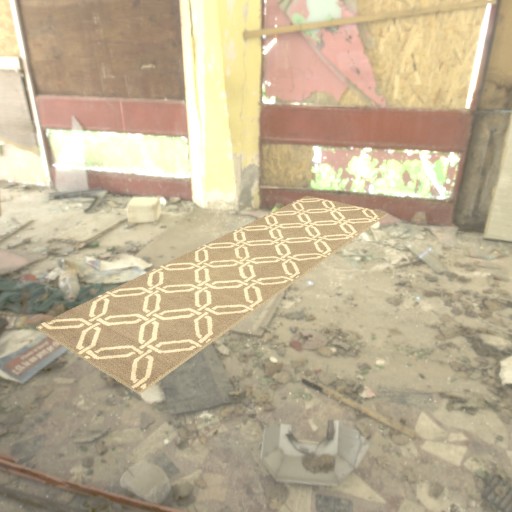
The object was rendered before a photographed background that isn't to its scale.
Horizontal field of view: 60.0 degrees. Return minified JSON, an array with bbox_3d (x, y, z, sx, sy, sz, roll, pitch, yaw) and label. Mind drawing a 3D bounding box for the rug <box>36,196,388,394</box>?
[{"bbox_3d":[0.000,0.000,2.550,0.678,0.014,2.276,18,31,33],"label":"rug"}]
